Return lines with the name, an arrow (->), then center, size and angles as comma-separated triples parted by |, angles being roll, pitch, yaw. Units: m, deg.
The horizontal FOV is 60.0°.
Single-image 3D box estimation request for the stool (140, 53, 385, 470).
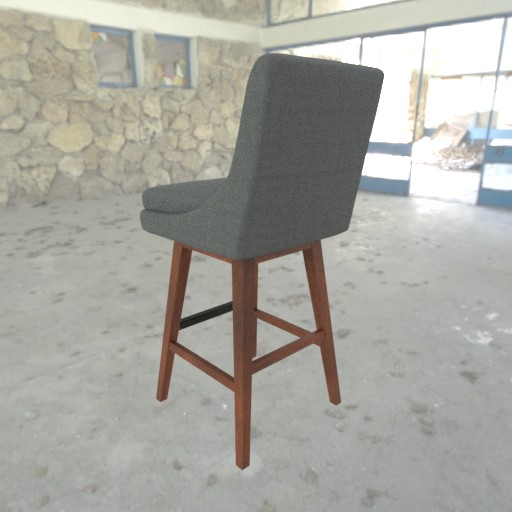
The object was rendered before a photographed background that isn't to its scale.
stool -> 0.000, 0.000, 1.249 | 0.447, 0.977, 0.524 | -15, 23, -41
